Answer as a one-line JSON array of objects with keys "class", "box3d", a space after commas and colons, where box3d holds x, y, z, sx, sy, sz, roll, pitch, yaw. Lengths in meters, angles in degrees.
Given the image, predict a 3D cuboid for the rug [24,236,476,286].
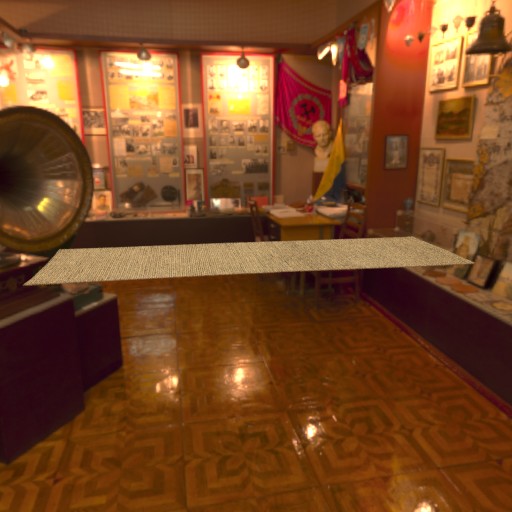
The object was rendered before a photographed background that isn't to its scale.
[{"class": "rug", "box3d": [0.000, 0.000, 2.570, 2.335, 0.013, 0.697, -2, 15, -9]}]
